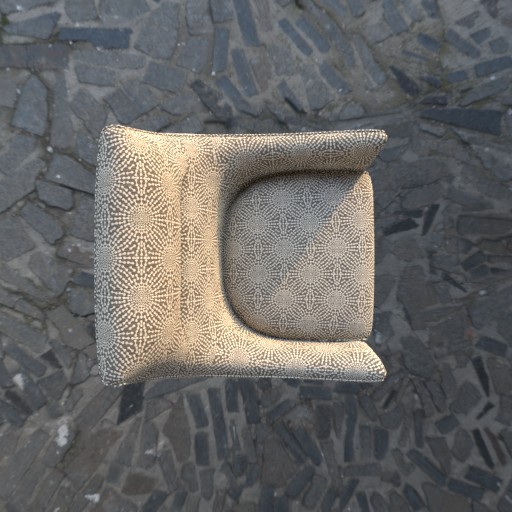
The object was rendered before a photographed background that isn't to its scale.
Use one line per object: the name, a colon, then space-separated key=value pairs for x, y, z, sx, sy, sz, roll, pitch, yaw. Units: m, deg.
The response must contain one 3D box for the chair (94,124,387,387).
chair: x=0.000 y=0.000 z=1.454 sx=0.787 sy=0.838 sz=0.762 roll=0 pitch=90 yaw=0
